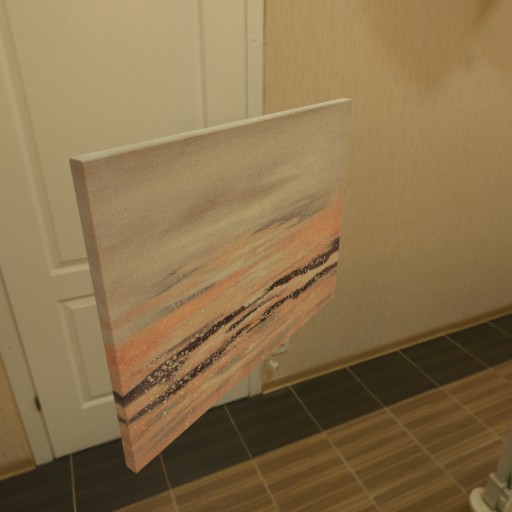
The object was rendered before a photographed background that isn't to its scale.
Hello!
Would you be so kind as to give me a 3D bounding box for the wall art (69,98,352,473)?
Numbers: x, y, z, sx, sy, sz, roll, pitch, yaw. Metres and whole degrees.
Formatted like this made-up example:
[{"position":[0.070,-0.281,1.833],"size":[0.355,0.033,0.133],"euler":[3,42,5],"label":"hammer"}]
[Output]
[{"position":[0.000,0.000,1.274],"size":[0.038,0.763,1.015],"euler":[18,32,32],"label":"wall art"}]
